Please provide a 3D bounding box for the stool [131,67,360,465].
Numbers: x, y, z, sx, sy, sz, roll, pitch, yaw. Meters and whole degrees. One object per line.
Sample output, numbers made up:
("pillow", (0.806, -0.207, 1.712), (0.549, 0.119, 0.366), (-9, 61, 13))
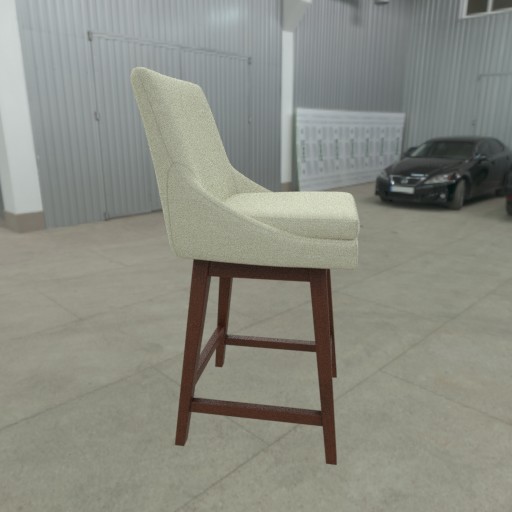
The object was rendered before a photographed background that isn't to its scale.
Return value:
("stool", (0.000, 0.000, 1.294), (0.559, 0.991, 0.469), (3, 16, 10))
